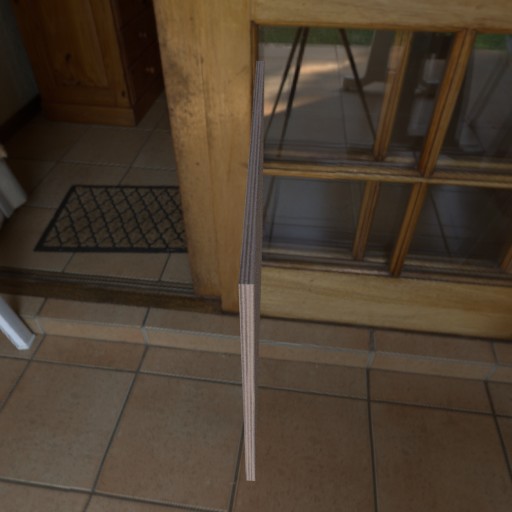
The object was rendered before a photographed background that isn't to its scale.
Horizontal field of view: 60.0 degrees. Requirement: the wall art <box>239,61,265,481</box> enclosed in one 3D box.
[{"bbox_3d":[0.000,0.000,0.682,0.013,0.406,0.508,1,43,1],"label":"wall art"}]
